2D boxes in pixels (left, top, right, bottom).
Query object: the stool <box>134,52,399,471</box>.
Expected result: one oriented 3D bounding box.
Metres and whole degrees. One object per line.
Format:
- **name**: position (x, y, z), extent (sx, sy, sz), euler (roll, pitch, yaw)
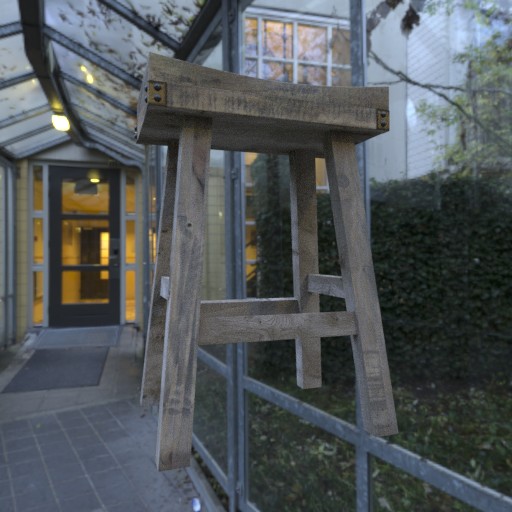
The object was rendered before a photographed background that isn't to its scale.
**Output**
- **stool**: position (0.000, 0.000, 0.877), extent (0.450, 0.635, 0.330), euler (0, 0, -19)
